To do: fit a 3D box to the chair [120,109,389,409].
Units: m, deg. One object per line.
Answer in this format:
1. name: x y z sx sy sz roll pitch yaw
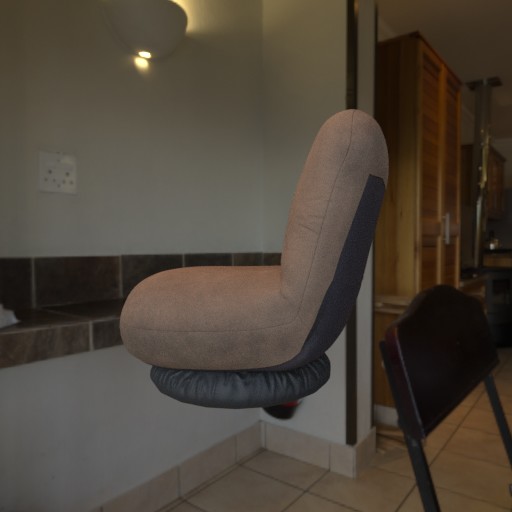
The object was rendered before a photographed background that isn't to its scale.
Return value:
1. chair: 0.000 0.000 1.050 0.597 0.594 0.521 0 1 19
